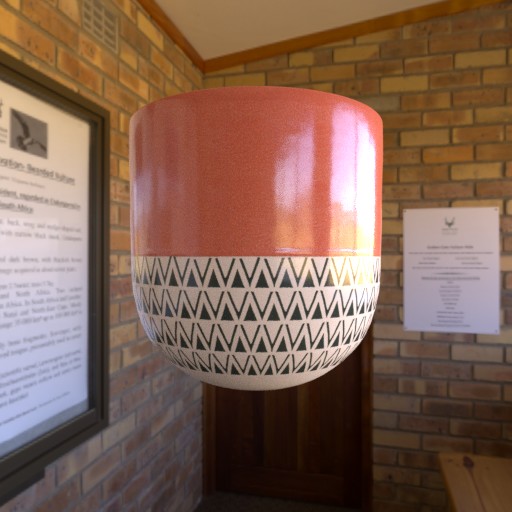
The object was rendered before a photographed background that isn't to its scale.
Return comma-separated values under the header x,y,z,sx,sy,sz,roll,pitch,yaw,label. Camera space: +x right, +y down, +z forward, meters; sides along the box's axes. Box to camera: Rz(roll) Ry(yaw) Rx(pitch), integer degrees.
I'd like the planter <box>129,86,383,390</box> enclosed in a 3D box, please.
x,y,z,sx,sy,sz,roll,pitch,yaw,label
0.000,0.000,0.483,0.266,0.270,0.266,0,0,0,planter
